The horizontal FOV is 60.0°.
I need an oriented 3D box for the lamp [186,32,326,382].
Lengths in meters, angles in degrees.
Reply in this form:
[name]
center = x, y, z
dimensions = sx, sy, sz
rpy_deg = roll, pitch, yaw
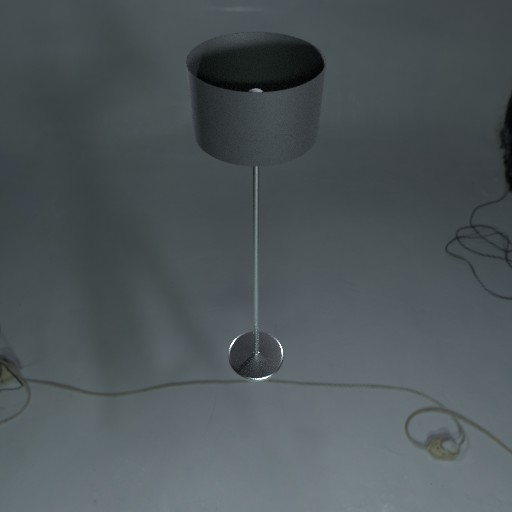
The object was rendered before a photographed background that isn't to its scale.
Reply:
[lamp]
center = 0.000, 0.000, 1.633
dimensions = 0.348, 1.443, 0.348
rpy_deg = -3, 47, -2
